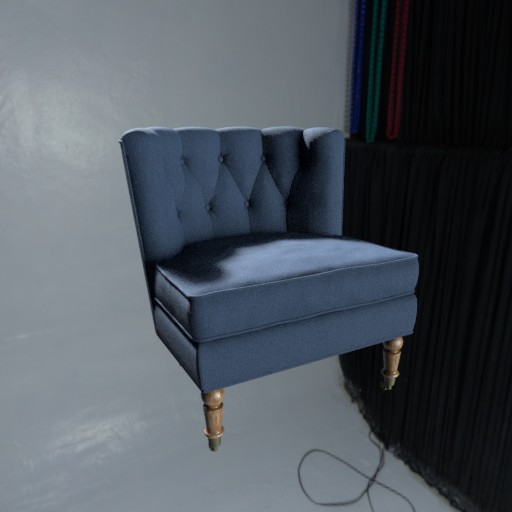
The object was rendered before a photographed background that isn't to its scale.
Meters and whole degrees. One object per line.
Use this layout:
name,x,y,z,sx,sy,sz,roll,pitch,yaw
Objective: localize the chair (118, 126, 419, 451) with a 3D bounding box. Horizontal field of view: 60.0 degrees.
chair,0.000,0.000,1.377,0.740,0.771,0.718,-8,19,-26
